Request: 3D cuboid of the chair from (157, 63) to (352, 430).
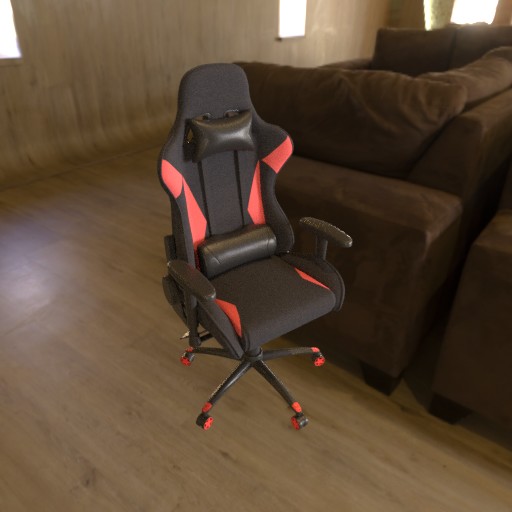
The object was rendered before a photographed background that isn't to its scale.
[{"bbox_3d":[0.000,0.000,1.708,0.695,1.326,0.658,-20,35,-31],"label":"chair"}]
